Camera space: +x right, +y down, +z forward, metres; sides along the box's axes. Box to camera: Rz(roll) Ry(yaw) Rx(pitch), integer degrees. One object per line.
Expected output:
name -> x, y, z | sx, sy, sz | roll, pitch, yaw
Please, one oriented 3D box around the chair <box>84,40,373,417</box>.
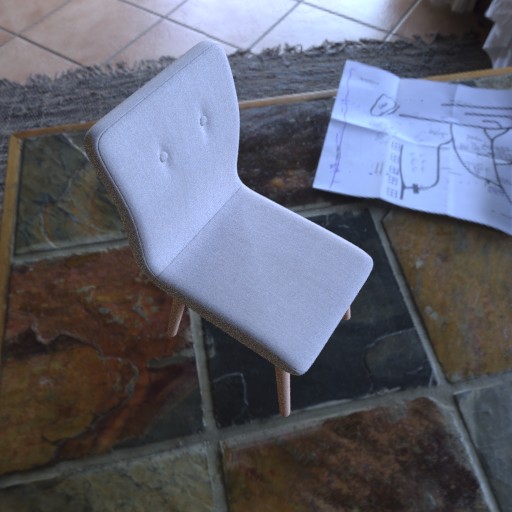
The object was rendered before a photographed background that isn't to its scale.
chair -> 0.000, 0.000, 1.199 | 0.550, 0.885, 0.435 | 30, 63, 17
